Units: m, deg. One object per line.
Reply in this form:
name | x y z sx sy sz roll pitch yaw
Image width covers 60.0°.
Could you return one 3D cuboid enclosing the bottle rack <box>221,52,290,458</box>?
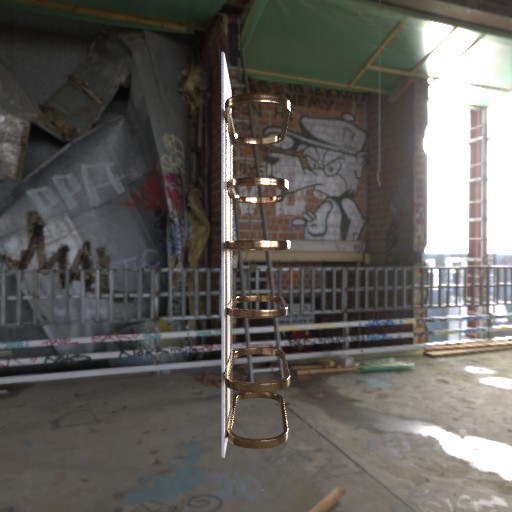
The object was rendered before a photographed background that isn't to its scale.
bottle rack | 0.000 0.000 0.861 0.118 0.709 0.332 0 0 1
